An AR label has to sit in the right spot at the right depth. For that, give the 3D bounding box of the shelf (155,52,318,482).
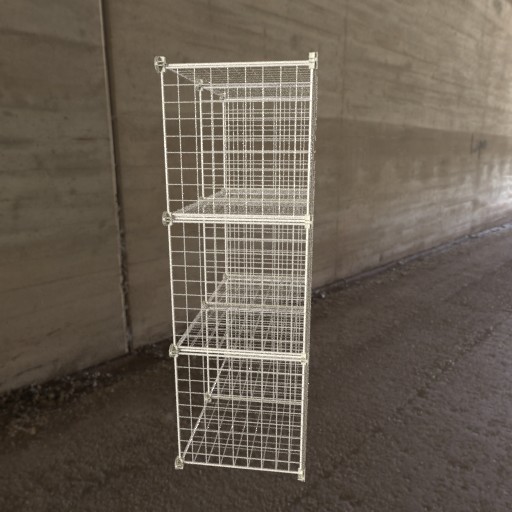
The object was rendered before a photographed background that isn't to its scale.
[{"bbox_3d":[0.000,0.000,1.417,0.356,1.067,0.711,2,14,7],"label":"shelf"}]
